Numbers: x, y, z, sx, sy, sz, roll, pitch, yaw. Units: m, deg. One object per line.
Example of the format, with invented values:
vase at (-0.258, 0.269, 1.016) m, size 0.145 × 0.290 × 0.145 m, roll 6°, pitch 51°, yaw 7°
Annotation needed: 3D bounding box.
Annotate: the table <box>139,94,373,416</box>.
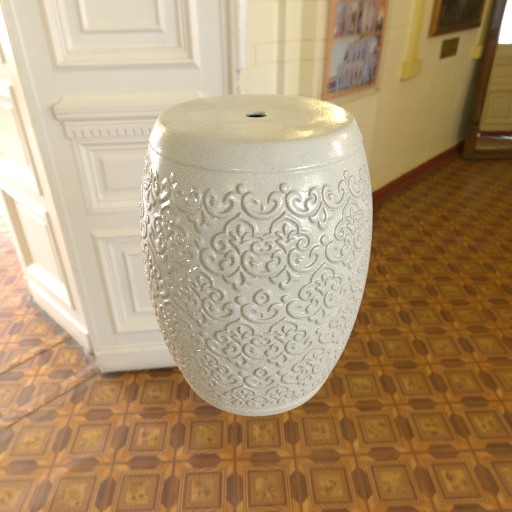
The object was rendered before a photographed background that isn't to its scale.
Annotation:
table at (0.000, 0.000, 0.627) m, size 0.309 × 0.397 × 0.309 m, roll 0°, pitch 32°, yaw 0°
